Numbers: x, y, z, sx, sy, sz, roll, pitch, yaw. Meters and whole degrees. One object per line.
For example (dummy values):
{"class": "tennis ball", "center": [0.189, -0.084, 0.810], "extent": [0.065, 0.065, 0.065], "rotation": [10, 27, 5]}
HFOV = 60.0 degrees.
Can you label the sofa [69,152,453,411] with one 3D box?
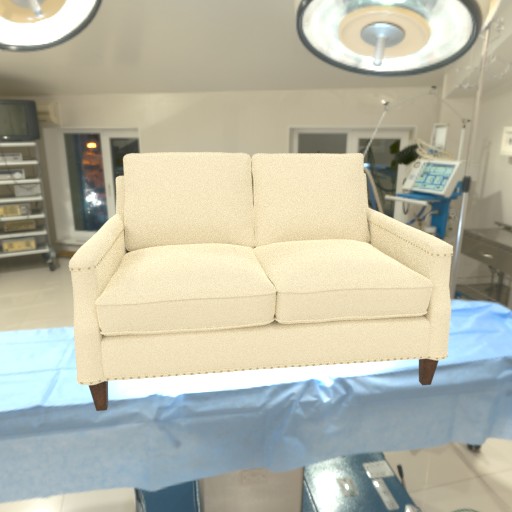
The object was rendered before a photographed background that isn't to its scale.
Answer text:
{"class": "sofa", "center": [0.000, 0.000, 2.265], "extent": [1.597, 1.003, 1.084], "rotation": [-2, 16, -7]}
